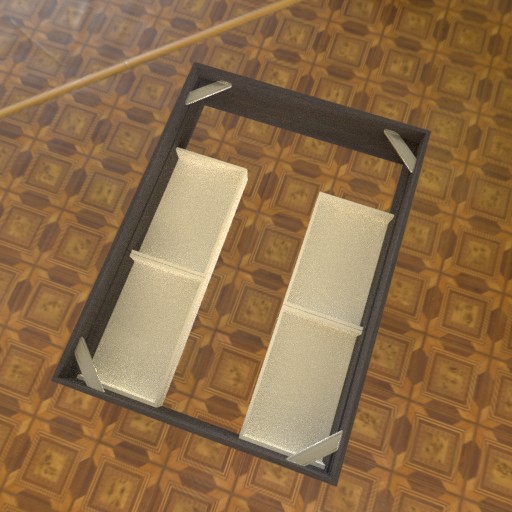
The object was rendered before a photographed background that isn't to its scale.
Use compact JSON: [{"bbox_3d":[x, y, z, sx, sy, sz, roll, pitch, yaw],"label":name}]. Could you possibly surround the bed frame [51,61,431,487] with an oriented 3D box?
[{"bbox_3d":[0.000,0.000,2.532,1.448,0.459,1.944,18,75,5],"label":"bed frame"}]
